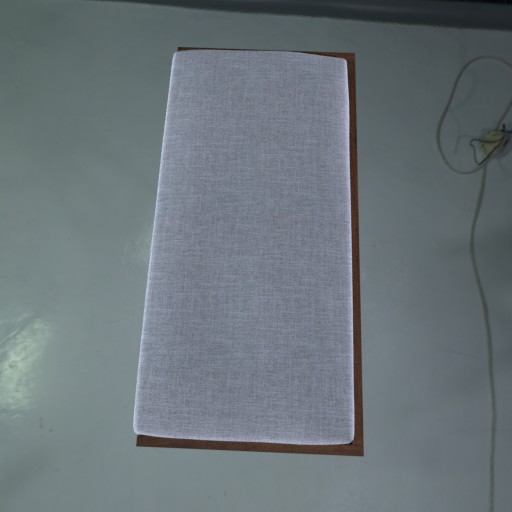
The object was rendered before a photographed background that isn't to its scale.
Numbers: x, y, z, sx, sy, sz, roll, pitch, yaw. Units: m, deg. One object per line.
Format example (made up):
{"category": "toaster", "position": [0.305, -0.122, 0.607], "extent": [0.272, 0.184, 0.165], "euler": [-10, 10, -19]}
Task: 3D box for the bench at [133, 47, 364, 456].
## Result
{"category": "bench", "position": [0.000, 0.000, 0.972], "extent": [0.362, 0.461, 0.734], "euler": [2, 75, 1]}
